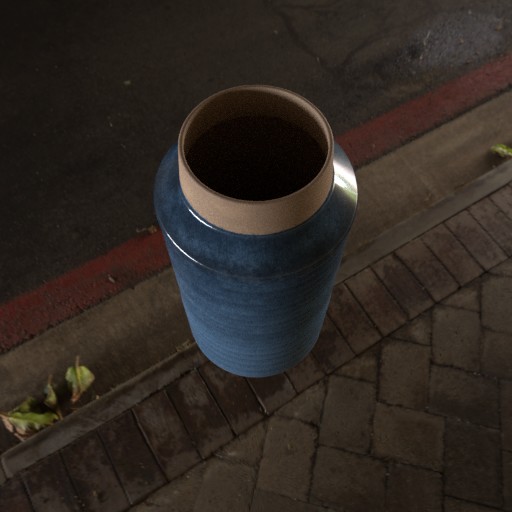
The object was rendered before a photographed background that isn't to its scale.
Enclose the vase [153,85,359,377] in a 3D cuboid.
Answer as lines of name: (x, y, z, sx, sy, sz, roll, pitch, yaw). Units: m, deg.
vase: (0.000, 0.000, 0.413, 0.163, 0.316, 0.163, 0, 63, 0)
